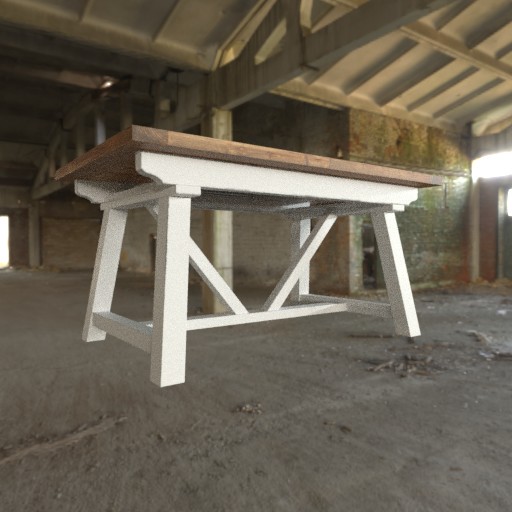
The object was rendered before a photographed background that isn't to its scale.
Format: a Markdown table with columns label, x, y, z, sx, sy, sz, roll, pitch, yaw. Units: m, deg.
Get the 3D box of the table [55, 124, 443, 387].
| label | x | y | z | sx | sy | sz | roll | pitch | yaw |
| --- | --- | --- | --- | --- | --- | --- | --- | --- | --- |
| table | 0.000 | 0.000 | 2.018 | 1.503 | 0.743 | 0.922 | -1 | 1 | -36 |
